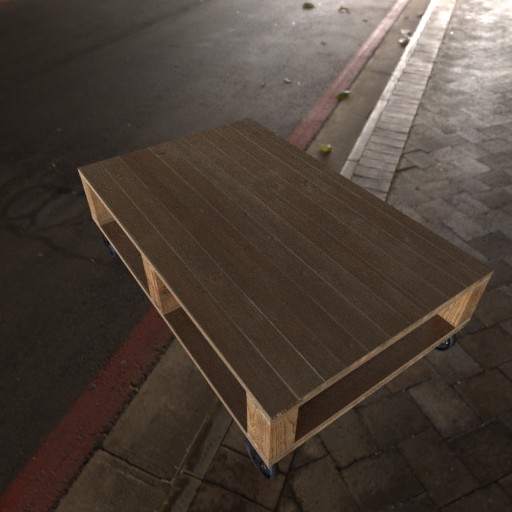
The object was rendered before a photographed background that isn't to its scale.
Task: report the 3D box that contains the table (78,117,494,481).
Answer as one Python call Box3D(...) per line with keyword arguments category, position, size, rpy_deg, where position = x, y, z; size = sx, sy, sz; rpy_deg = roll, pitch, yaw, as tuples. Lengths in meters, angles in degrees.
Box3D(category="table", position=(0.000, 0.000, 1.680), size=(0.827, 0.413, 1.299), rpy_deg=(-25, 47, -25))
